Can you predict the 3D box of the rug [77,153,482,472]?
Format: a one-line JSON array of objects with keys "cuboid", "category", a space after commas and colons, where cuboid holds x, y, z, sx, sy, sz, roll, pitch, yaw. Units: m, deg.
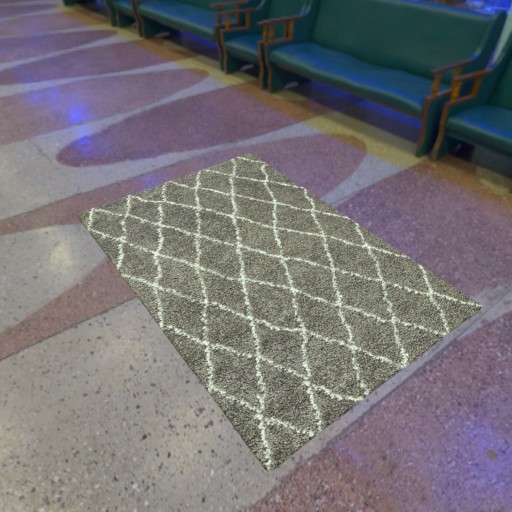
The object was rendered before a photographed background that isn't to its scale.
[{"cuboid": [0.000, 0.000, 2.253, 1.219, 0.030, 1.778, -26, 47, -27], "category": "rug"}]
